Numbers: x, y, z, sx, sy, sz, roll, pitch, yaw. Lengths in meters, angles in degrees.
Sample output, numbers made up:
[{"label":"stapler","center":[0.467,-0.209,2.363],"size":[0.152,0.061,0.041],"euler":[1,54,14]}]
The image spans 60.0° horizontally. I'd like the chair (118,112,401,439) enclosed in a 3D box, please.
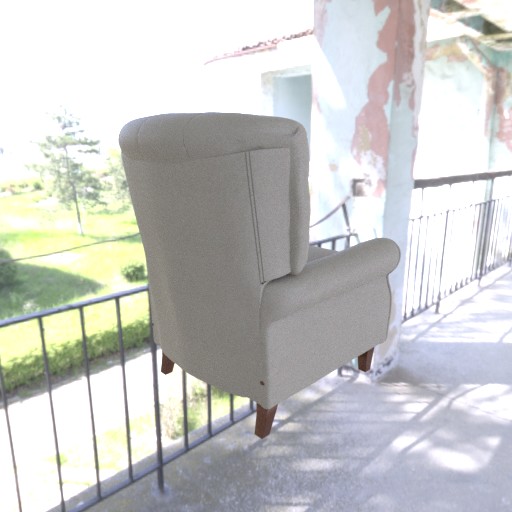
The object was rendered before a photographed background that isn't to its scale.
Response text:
[{"label":"chair","center":[0.000,0.000,1.928],"size":[1.059,1.158,0.943],"euler":[-14,20,-42]}]
